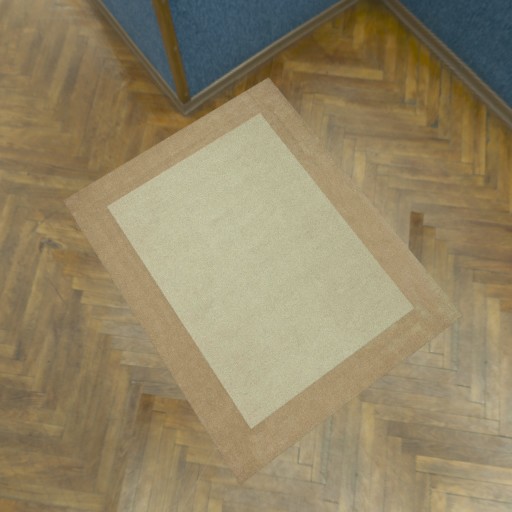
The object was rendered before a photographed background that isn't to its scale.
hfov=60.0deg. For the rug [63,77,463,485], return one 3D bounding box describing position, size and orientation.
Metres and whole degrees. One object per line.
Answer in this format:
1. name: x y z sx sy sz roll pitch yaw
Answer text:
1. rug: 0.000 0.000 4.145 2.438 0.014 3.048 -34 77 -9
